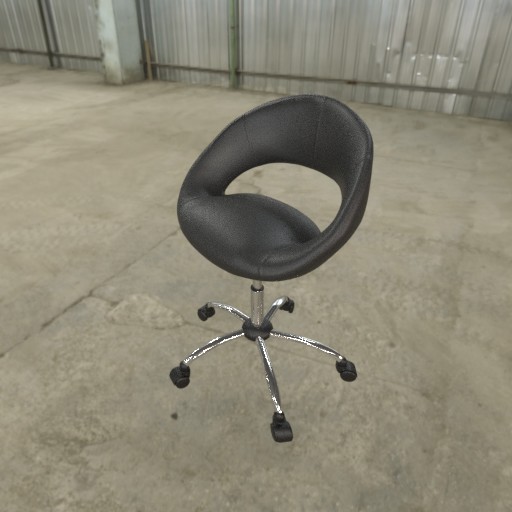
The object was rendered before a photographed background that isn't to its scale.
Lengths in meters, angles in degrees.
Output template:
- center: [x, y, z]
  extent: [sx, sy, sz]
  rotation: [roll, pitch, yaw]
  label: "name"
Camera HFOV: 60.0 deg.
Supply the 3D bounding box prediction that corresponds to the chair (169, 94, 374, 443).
- center: [0.000, 0.000, 1.222]
  extent: [0.538, 0.791, 0.612]
  rotation: [-21, 38, -30]
  label: "chair"
